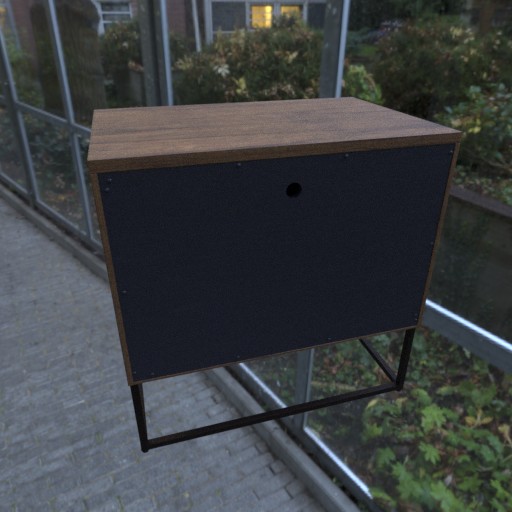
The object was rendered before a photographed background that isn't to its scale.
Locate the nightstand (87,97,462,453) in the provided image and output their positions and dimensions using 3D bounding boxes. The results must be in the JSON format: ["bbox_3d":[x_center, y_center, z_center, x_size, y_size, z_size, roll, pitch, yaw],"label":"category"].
[{"bbox_3d":[0.000,0.000,1.007,0.610,0.610,0.437,-8,29,-15],"label":"nightstand"}]
